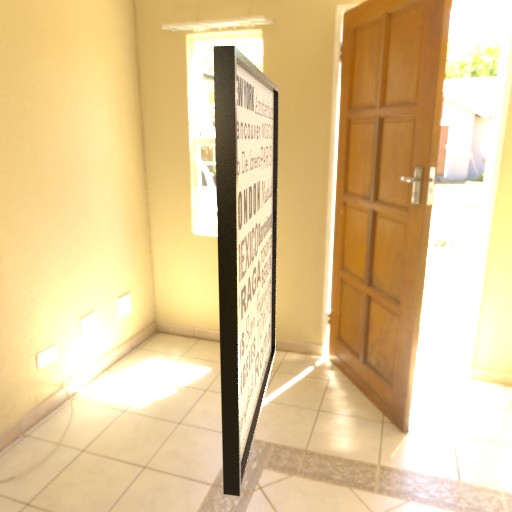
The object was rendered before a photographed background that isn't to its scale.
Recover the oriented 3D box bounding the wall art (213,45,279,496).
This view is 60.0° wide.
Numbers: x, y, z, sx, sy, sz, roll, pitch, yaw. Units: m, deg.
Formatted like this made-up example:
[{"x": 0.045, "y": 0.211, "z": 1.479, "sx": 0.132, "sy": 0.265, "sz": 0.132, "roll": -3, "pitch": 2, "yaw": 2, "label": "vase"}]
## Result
[{"x": 0.000, "y": 0.000, "z": 1.362, "sx": 0.043, "sy": 1.046, "sz": 0.788, "roll": 2, "pitch": 15, "yaw": 9, "label": "wall art"}]
